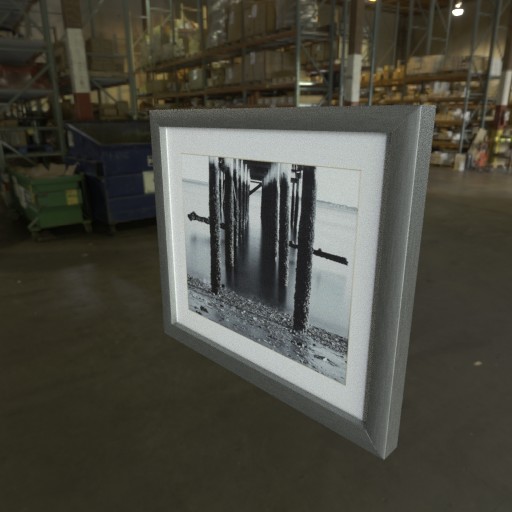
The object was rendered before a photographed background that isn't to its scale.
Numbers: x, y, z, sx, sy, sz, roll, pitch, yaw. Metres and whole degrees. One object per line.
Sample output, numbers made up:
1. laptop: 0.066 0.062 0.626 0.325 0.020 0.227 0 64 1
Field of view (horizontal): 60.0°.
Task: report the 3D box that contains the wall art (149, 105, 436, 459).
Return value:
1. wall art: 0.000 0.000 0.522 0.028 0.330 0.380 -17 24 -42
